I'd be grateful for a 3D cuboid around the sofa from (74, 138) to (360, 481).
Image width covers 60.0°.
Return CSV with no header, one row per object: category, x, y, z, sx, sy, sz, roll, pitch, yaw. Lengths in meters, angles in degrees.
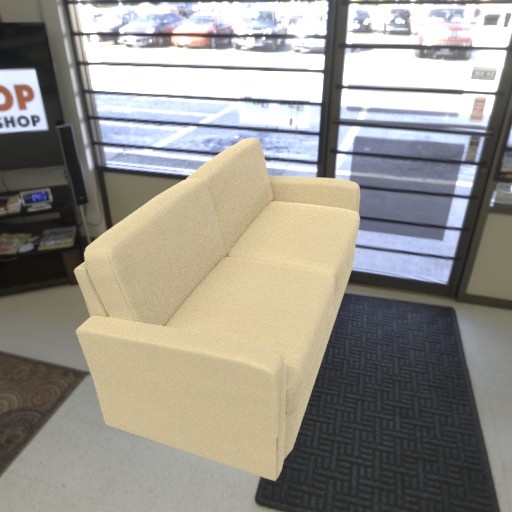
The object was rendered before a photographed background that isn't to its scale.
sofa,0.000,0.000,2.321,0.894,0.831,1.808,10,31,17
